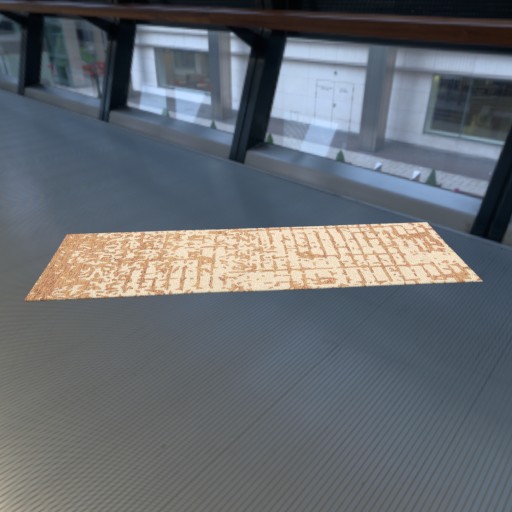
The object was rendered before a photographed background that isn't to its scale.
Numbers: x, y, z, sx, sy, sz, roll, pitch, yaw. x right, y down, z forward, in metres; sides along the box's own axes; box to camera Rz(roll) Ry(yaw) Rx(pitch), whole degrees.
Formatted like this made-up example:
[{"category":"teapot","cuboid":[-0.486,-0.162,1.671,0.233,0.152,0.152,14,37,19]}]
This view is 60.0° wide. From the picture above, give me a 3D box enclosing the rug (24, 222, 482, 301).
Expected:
[{"category":"rug","cuboid":[0.000,0.000,2.671,2.435,0.011,0.750,-2,30,-4]}]
